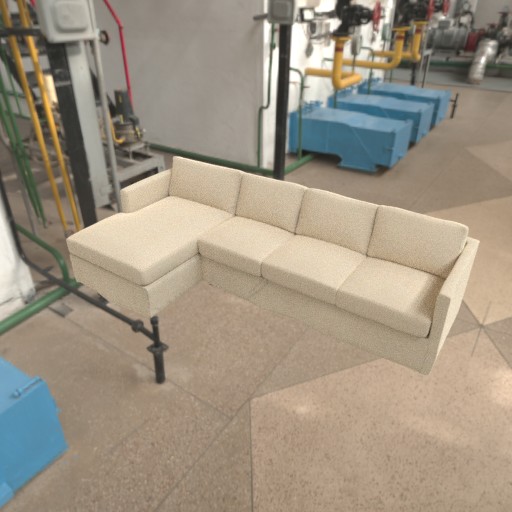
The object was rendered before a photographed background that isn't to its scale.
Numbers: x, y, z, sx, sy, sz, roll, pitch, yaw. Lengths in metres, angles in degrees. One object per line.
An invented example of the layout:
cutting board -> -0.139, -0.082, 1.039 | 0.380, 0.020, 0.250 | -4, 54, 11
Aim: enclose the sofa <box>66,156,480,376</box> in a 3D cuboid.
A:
sofa -> 0.000, 0.000, 3.839 | 3.205, 0.922, 1.650 | 19, 36, 29
